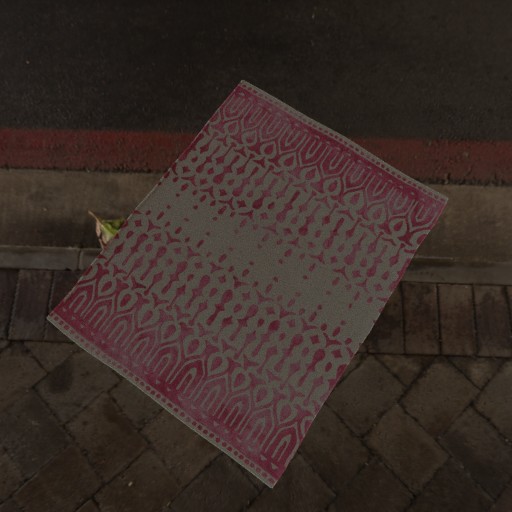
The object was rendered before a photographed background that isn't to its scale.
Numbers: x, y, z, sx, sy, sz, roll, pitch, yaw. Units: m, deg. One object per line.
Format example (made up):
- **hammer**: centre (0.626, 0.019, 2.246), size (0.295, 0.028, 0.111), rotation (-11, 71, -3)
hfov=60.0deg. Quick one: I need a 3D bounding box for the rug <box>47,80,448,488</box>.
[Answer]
- **rug**: centre (0.000, 0.000, 4.108), size (2.441, 0.016, 3.095), rotation (33, 76, 10)
